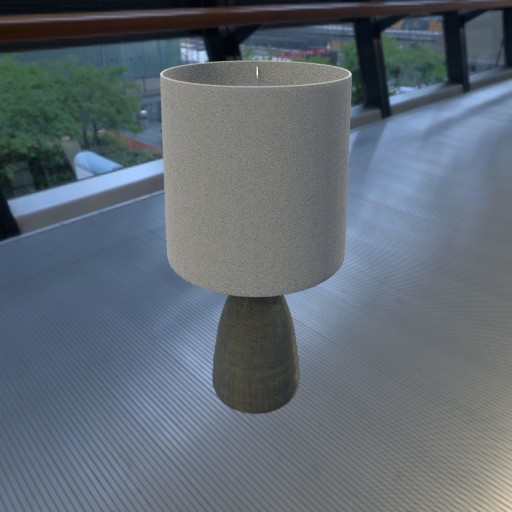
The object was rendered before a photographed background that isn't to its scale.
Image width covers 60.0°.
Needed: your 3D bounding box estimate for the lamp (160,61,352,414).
[{"bbox_3d":[0.000,0.000,0.477,0.186,0.369,0.186,0,30,0],"label":"lamp"}]
